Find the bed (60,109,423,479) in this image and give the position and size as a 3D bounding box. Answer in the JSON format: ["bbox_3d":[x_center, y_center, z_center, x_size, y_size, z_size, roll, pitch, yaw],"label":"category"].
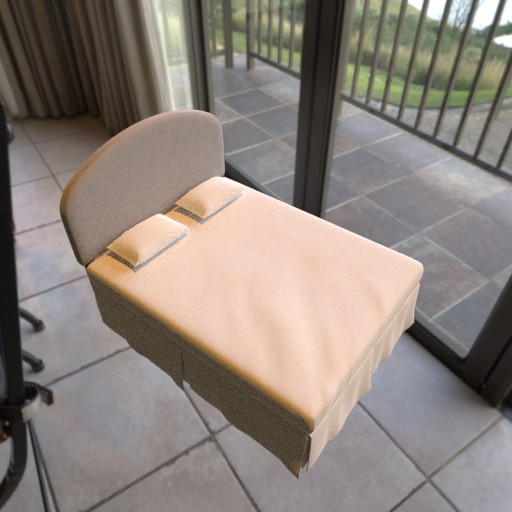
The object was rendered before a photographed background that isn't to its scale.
[{"bbox_3d":[0.000,0.000,3.058,2.005,1.410,1.607,27,49,27],"label":"bed"}]
